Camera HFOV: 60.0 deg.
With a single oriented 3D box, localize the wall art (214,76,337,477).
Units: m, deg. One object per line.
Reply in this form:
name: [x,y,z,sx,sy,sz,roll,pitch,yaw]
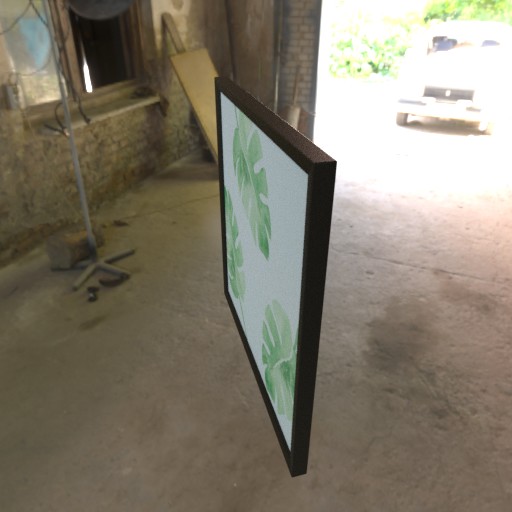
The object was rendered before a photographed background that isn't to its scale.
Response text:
wall art: [0.000,0.000,1.162,0.038,0.765,0.765,-8,32,-13]
